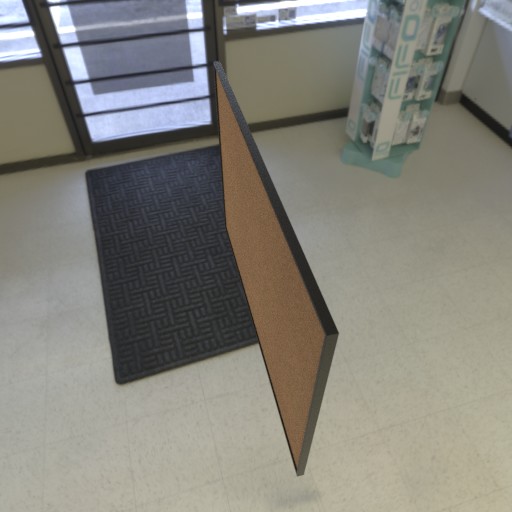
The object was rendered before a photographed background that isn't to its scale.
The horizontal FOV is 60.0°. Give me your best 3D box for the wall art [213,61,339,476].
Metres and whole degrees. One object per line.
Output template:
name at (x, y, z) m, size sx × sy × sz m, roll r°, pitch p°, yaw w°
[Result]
wall art at (0.000, 0.000, 1.214) m, size 0.019 × 0.660 × 0.957 m, roll -10°, pitch 48°, yaw -9°
